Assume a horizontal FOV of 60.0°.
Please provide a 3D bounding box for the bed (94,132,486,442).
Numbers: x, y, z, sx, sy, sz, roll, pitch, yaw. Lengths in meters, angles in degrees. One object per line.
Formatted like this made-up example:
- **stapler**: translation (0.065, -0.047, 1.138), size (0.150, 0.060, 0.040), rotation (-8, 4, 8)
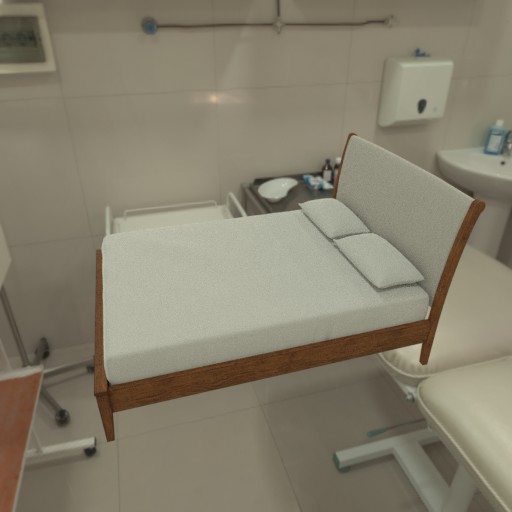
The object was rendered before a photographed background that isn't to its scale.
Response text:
- **bed**: translation (0.000, 0.000, 2.950), size (2.108, 1.135, 1.502), rotation (-9, 31, -14)
